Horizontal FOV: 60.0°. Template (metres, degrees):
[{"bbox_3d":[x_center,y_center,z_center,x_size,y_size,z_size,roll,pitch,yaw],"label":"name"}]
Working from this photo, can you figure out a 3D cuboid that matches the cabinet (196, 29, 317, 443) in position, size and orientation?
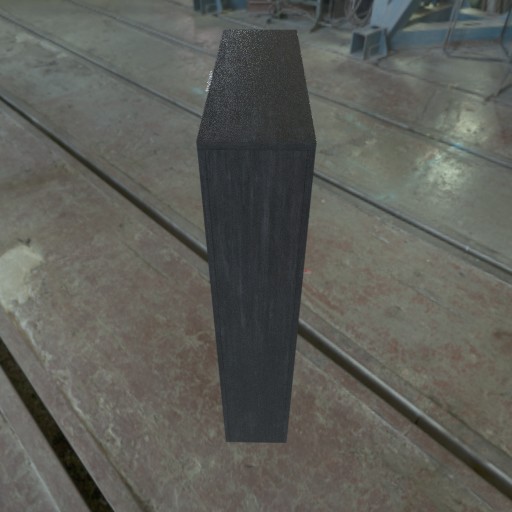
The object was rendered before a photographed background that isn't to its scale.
[{"bbox_3d":[0.000,0.000,1.573,0.250,1.280,0.750,1,42,1],"label":"cabinet"}]
